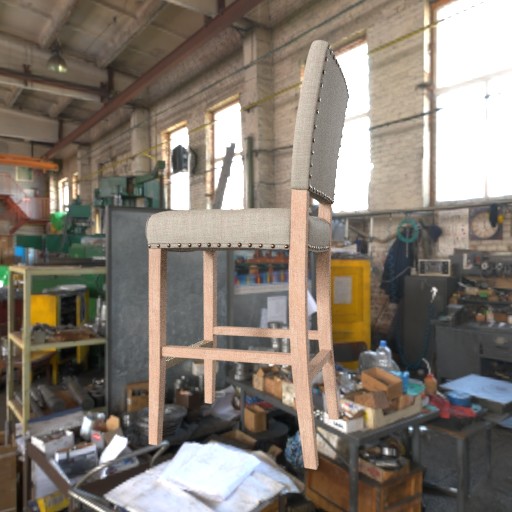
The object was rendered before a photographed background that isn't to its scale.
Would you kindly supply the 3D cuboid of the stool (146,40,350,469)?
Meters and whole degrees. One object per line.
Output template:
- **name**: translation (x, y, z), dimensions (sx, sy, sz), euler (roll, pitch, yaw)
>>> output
- **stool**: translation (0.000, 0.000, 1.487), dimensions (0.585, 1.173, 0.445), euler (0, 1, 19)
